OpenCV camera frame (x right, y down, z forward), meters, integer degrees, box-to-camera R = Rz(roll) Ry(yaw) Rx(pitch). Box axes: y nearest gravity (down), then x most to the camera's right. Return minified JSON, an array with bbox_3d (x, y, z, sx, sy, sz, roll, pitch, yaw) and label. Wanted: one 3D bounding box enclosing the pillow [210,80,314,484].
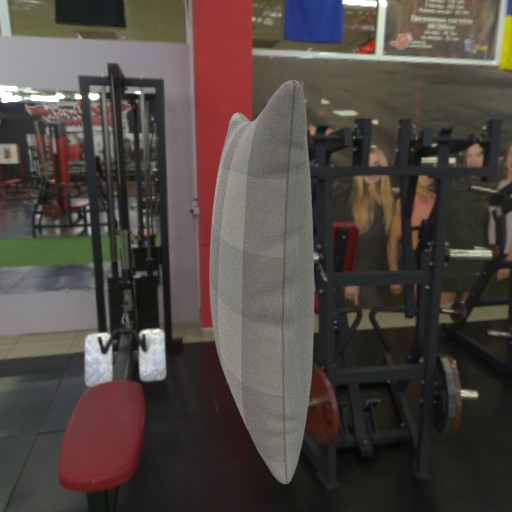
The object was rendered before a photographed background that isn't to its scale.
[{"bbox_3d":[0.000,0.000,0.771,0.161,0.509,0.511,-2,14,-9],"label":"pillow"}]
